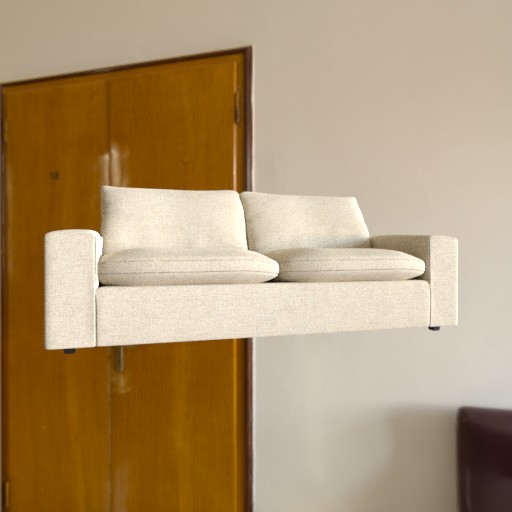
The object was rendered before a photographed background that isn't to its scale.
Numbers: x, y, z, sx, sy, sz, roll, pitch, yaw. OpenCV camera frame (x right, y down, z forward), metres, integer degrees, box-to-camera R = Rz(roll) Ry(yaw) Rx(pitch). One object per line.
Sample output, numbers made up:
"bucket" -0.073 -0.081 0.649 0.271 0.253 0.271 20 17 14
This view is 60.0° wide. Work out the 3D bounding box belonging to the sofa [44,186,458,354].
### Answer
"sofa" 0.000 0.000 2.777 2.299 0.922 1.040 0 0 -18
